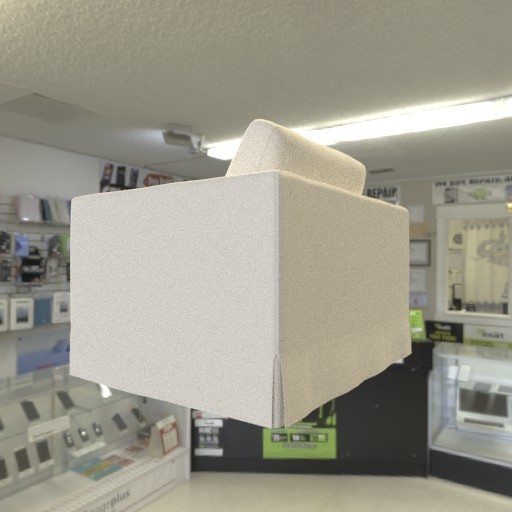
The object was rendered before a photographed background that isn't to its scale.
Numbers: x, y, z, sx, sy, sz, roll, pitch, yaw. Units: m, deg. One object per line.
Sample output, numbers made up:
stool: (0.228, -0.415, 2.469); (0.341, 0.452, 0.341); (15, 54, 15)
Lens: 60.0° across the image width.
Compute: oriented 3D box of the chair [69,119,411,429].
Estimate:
chair: (0.000, 0.000, 1.835); (0.957, 0.878, 1.150); (0, 0, 35)
